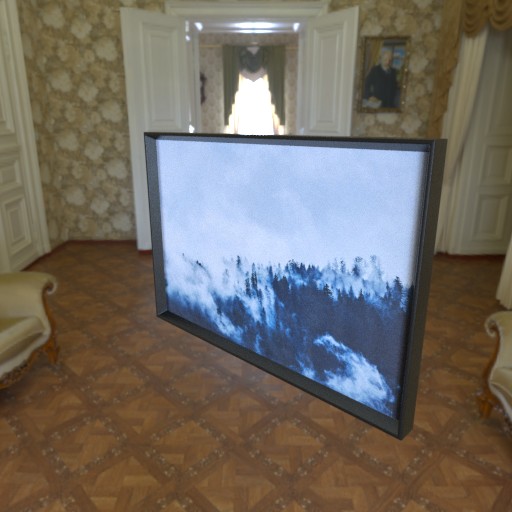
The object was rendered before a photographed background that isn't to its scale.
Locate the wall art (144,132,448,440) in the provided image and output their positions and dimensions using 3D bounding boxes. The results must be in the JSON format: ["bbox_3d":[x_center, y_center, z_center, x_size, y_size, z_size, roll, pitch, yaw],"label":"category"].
[{"bbox_3d":[0.000,0.000,1.211,0.939,0.640,0.058,15,23,42],"label":"wall art"}]
